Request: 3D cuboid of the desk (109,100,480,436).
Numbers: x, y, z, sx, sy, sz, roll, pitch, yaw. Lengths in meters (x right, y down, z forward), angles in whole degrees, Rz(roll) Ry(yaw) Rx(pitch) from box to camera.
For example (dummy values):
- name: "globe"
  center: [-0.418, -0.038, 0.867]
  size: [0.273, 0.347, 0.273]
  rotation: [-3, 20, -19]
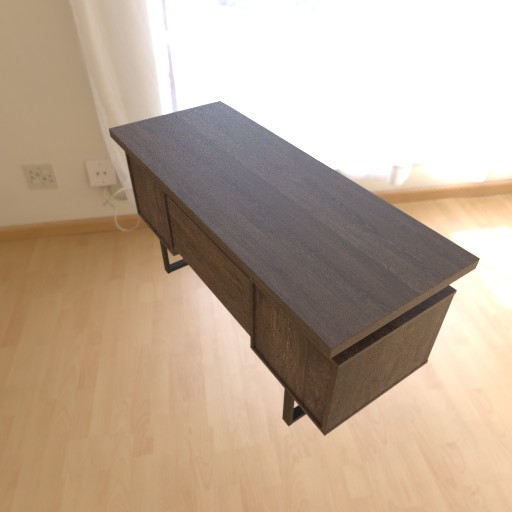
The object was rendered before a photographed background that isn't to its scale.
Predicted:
- name: "desk"
  center: [0.000, 0.000, 1.936]
  size: [0.600, 0.760, 1.524]
  rotation: [-24, 46, -26]
